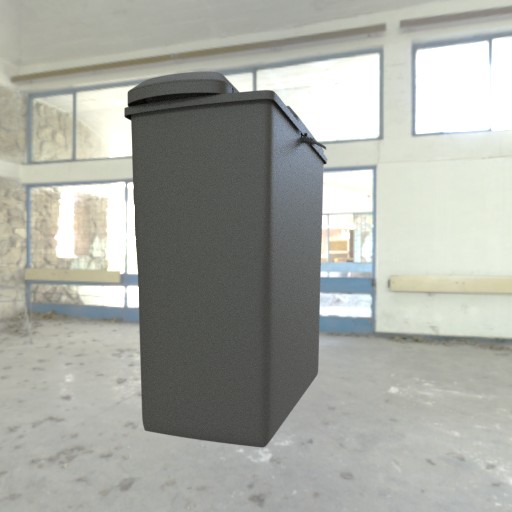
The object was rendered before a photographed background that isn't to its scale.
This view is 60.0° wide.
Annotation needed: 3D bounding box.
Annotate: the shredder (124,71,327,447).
[{"bbox_3d":[0.000,0.000,0.523,0.170,0.335,0.320,0,0,18],"label":"shredder"}]
